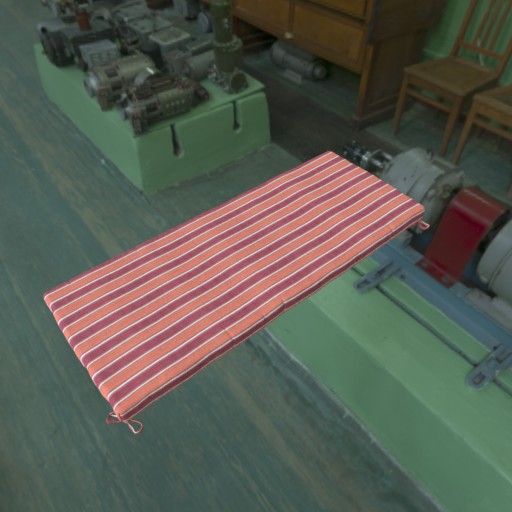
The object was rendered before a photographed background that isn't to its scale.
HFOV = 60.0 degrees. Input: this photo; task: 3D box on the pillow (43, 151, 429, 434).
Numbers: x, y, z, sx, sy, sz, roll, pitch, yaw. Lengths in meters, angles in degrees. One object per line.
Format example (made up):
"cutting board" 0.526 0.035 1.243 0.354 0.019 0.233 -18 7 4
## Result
"pillow" 0.000 0.000 1.369 1.187 0.081 0.492 -30 53 -26
